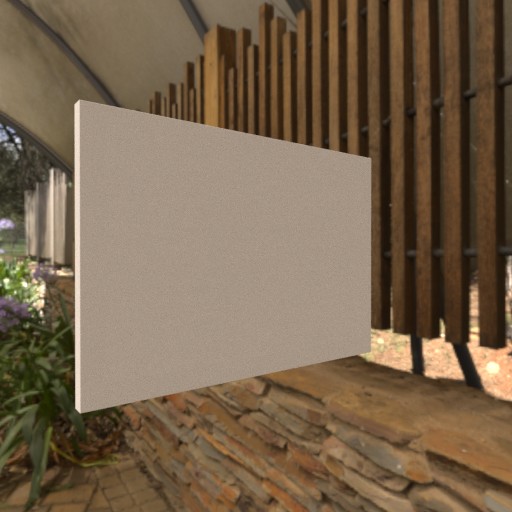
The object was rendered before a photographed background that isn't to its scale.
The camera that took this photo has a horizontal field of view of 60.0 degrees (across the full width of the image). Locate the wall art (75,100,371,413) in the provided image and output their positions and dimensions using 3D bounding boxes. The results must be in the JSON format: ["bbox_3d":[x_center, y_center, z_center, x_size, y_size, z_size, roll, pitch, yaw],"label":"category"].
[{"bbox_3d":[0.000,0.000,1.688,1.308,0.902,0.051,0,1,-37],"label":"wall art"}]
